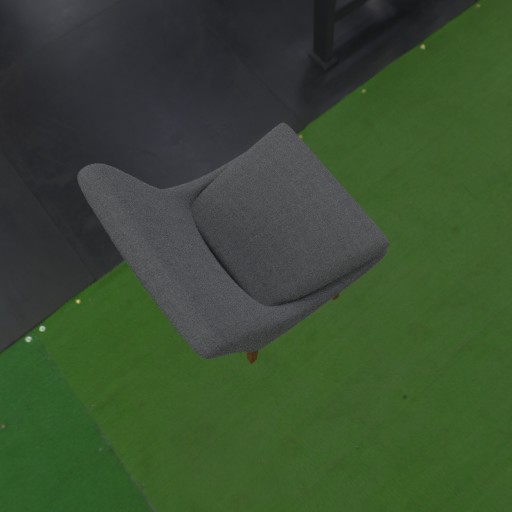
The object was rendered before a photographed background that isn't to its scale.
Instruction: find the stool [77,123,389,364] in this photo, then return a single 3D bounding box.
[{"bbox_3d":[0.000,0.000,1.227,0.524,0.977,0.447,-36,77,-10],"label":"stool"}]
